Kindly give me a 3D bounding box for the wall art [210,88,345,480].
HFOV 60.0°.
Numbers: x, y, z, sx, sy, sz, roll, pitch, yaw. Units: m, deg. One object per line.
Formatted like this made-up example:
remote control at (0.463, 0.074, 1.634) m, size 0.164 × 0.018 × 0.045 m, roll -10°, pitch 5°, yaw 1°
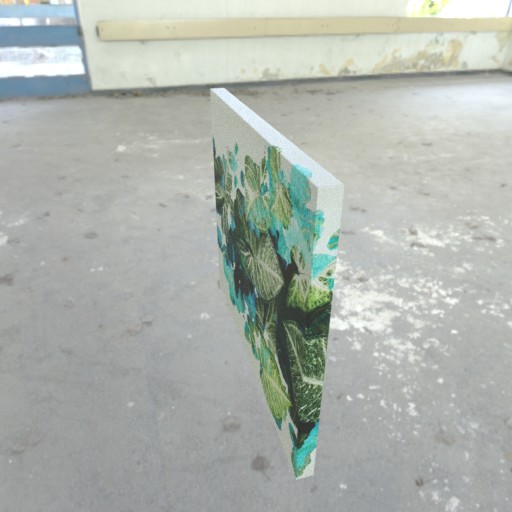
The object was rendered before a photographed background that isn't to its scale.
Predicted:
wall art at (0.000, 0.000, 1.012) m, size 0.043 × 0.610 × 0.711 m, roll -8°, pitch 32°, yaw -14°
